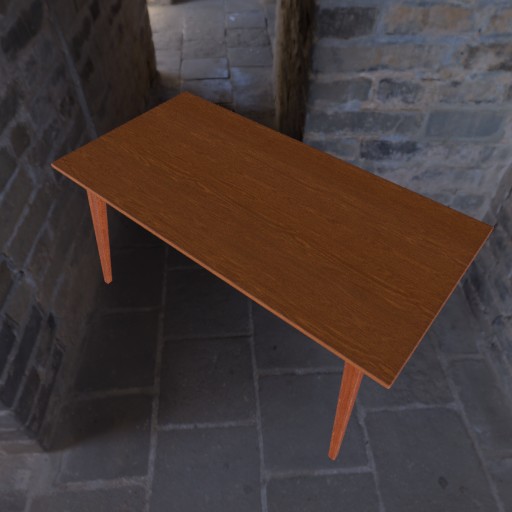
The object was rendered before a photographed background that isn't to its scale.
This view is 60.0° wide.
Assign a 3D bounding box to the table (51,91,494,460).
[{"bbox_3d":[0.000,0.000,2.046,1.609,0.755,0.811,31,55,25],"label":"table"}]
